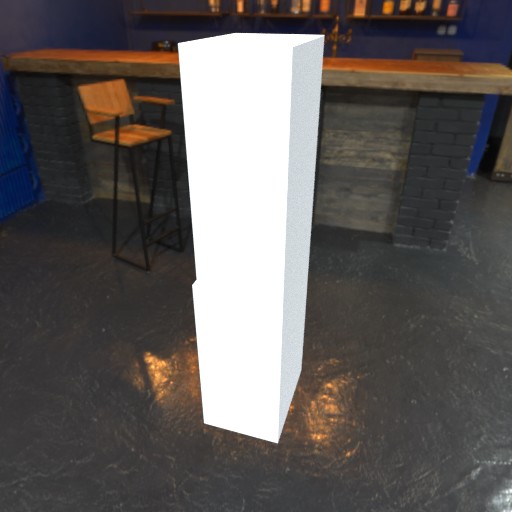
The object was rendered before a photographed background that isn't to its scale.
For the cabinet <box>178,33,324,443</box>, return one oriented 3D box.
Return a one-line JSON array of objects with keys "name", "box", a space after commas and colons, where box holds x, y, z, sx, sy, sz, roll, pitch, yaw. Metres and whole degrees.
[{"name": "cabinet", "box": [0.000, 0.000, 1.531, 0.300, 1.350, 0.400, 9, 31, 15]}]
